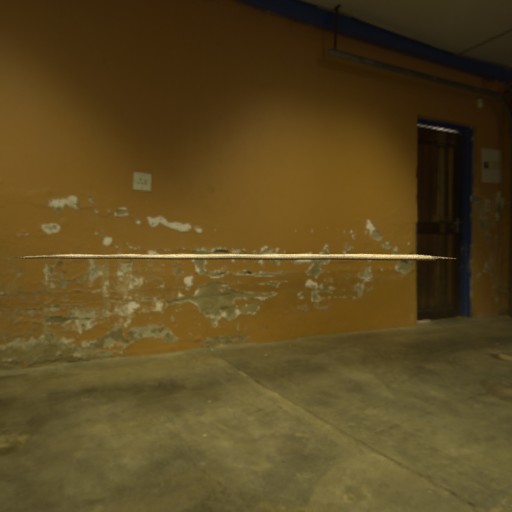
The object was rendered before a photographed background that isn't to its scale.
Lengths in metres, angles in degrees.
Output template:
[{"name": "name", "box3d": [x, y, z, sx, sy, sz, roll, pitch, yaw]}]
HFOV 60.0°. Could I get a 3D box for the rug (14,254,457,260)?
[{"name": "rug", "box3d": [0.000, 0.000, 3.995, 3.061, 0.034, 2.426, 0, 0, 18]}]
